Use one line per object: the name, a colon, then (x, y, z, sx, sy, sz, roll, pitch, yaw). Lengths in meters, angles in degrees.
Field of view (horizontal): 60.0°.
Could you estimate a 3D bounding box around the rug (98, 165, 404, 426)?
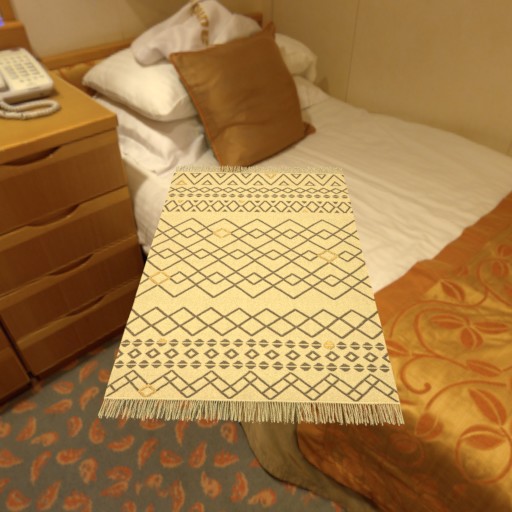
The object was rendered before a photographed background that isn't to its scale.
rug: (0.000, 0.000, 3.068, 1.495, 0.035, 2.472, 1, 41, 1)
